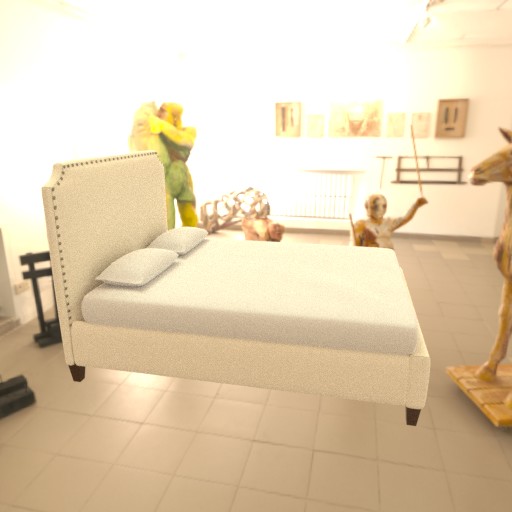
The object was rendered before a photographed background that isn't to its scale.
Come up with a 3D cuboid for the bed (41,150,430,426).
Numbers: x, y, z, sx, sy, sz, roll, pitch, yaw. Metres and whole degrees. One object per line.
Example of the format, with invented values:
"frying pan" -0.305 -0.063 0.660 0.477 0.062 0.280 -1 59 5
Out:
"bed" 0.000 0.000 3.417 2.372 1.497 1.712 4 17 12
